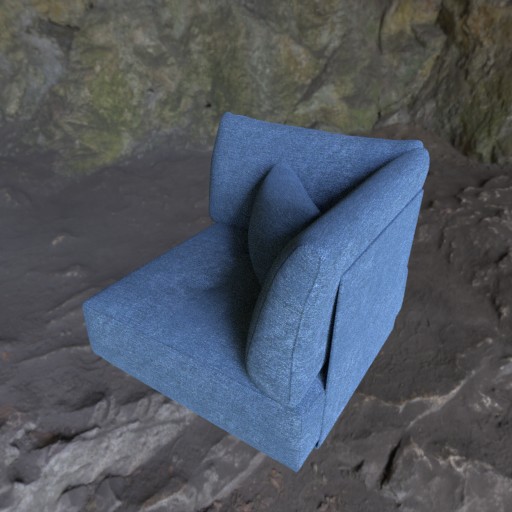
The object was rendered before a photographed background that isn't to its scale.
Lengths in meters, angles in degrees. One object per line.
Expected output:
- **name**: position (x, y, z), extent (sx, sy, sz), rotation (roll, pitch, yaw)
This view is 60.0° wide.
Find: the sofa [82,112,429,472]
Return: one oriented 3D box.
- **sofa**: position (0.000, 0.000, 1.723), extent (1.000, 0.820, 1.000), rotation (18, 35, 29)
